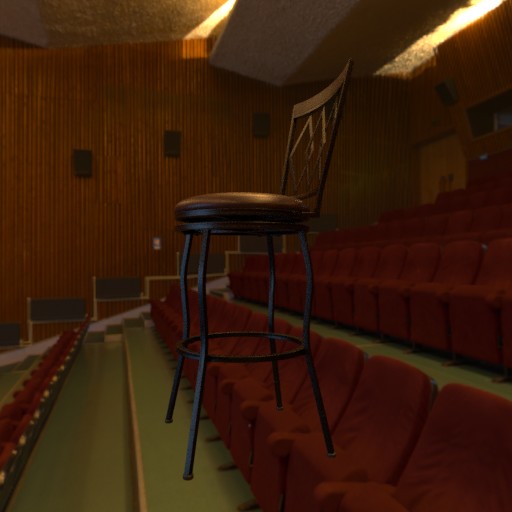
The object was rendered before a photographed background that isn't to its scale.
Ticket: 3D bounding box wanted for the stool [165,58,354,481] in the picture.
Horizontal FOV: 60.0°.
[{"bbox_3d":[0.000,0.000,1.400,0.521,1.134,0.432,0,0,-18],"label":"stool"}]
